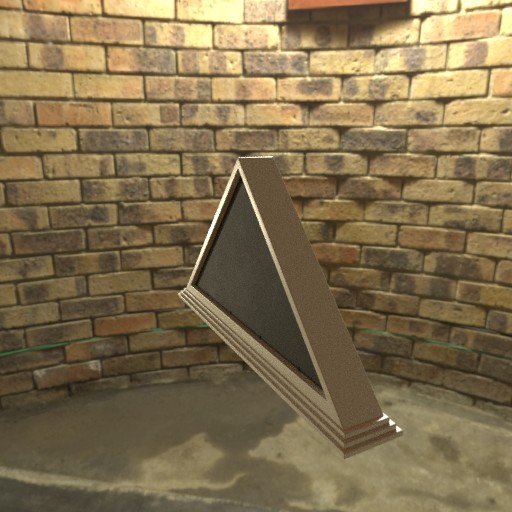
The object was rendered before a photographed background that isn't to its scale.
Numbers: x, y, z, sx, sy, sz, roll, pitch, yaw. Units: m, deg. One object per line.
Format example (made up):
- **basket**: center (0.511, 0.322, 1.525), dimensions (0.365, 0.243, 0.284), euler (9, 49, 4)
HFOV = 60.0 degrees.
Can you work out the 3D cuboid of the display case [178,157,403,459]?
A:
- **display case**: center (0.000, 0.000, 0.781), dimensions (0.095, 0.340, 0.640), euler (-8, 17, -26)
